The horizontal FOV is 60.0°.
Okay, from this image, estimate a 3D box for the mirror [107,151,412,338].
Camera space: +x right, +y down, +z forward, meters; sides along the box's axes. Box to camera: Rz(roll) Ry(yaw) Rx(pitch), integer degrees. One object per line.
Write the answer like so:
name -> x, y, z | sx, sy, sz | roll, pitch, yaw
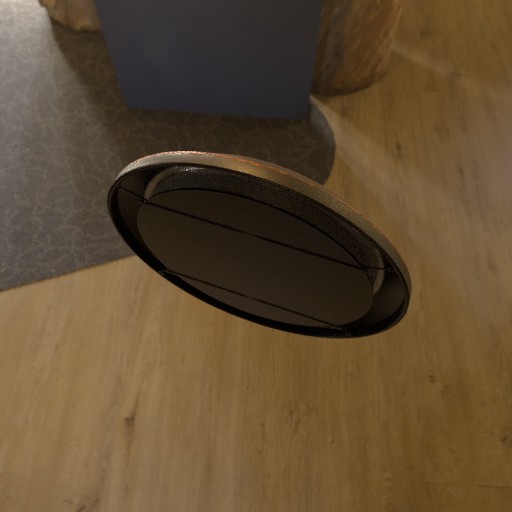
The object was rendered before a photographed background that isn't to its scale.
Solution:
mirror -> 0.000, 0.000, 1.338 | 0.907, 0.907, 0.111 | 18, 63, 9
